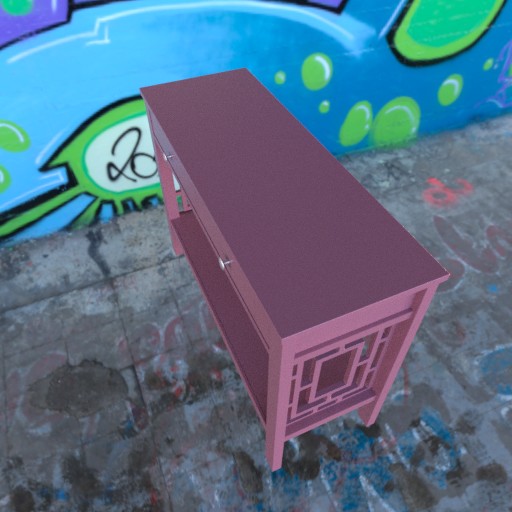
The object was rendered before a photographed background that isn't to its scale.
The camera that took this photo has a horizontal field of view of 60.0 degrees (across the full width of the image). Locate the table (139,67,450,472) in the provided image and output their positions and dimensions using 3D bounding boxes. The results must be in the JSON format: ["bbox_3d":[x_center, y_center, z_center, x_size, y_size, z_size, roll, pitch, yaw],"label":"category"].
[{"bbox_3d":[0.000,0.000,1.461,0.397,0.753,1.068,-18,49,-16],"label":"table"}]
